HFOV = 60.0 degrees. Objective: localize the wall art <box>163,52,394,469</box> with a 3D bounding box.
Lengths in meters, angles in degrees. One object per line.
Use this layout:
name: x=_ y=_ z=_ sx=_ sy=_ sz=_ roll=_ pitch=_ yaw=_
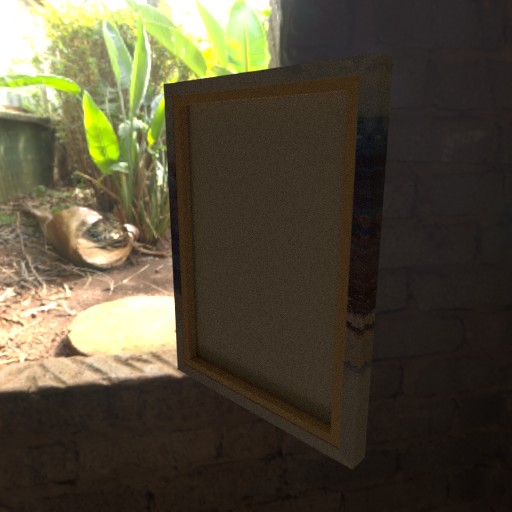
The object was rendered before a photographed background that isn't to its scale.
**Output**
wall art: x=0.000 y=0.000 z=0.753 sx=0.437 sy=0.581 sz=0.036 roll=14 pitch=20 yaw=42
